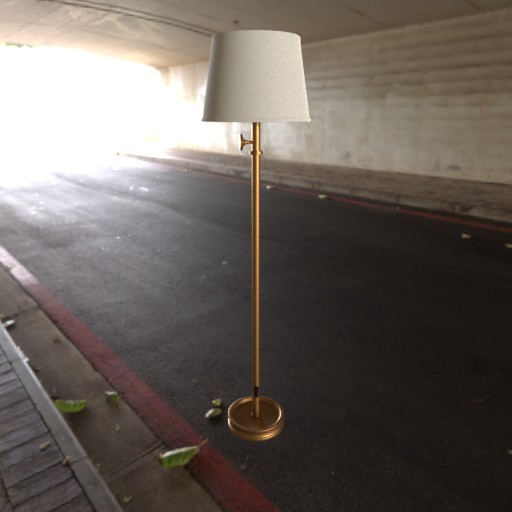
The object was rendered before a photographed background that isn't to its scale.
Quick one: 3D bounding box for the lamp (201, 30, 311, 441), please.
[{"bbox_3d":[0.000,0.000,0.796,0.178,0.710,0.178,0,18,0],"label":"lamp"}]
